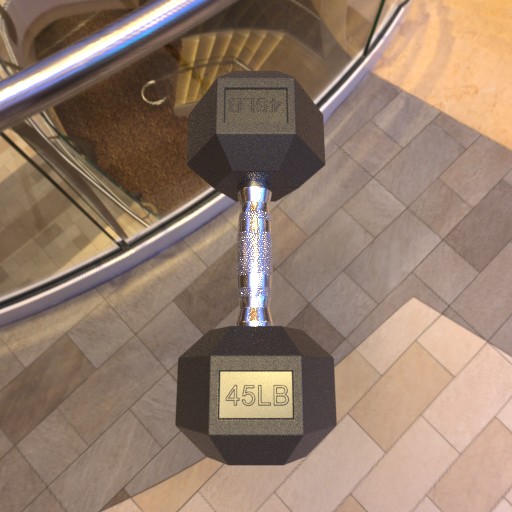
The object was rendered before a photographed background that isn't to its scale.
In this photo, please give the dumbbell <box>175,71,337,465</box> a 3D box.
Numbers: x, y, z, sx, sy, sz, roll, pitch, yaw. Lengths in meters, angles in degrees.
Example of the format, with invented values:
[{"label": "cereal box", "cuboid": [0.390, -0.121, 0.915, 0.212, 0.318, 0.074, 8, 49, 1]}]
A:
[{"label": "dumbbell", "cuboid": [0.000, 0.000, 0.426, 0.141, 0.123, 0.356, 0, 75, 0]}]
